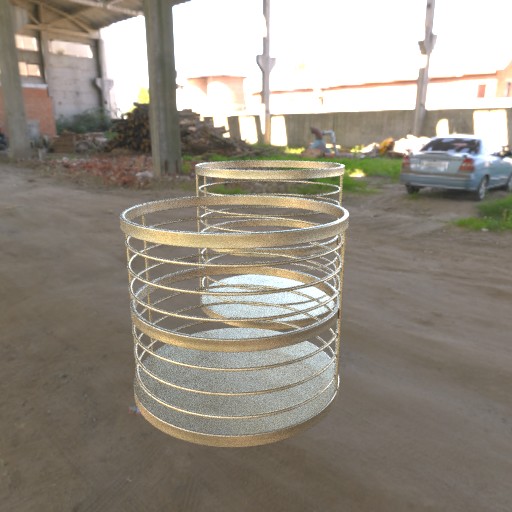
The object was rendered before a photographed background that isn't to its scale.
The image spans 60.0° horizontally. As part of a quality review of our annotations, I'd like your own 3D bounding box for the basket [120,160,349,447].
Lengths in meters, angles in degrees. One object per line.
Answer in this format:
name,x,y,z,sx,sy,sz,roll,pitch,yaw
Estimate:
basket,0.000,0.000,0.928,0.356,0.351,0.746,3,16,9
